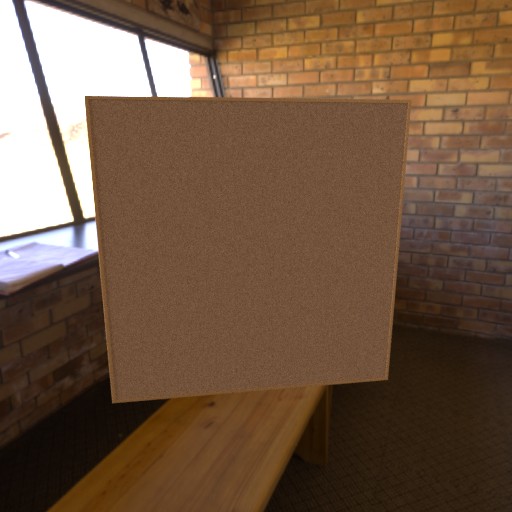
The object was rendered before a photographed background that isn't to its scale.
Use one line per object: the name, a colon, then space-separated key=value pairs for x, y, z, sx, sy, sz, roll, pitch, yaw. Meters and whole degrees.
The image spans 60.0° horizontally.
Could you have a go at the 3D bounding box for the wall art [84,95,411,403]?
wall art: x=0.000 y=0.000 z=0.676 sx=0.457 sy=0.455 sz=0.013 roll=-2 pitch=15 yaw=-8
